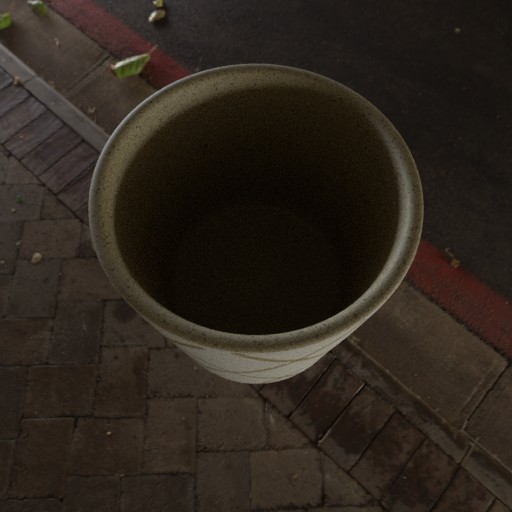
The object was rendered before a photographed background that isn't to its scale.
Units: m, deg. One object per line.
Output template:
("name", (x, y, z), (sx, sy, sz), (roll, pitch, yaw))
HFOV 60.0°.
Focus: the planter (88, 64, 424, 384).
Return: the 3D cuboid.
("planter", (0.000, 0.000, 0.344), (0.191, 0.199, 0.191), (0, 66, 0))
